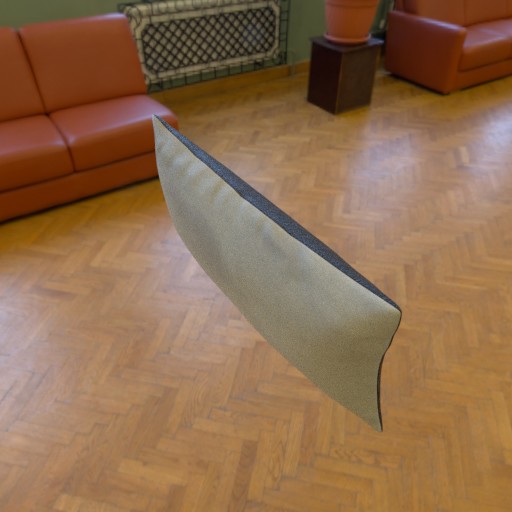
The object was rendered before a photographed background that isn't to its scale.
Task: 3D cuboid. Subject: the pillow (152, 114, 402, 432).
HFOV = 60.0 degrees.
[{"bbox_3d":[0.000,0.000,0.753,0.156,0.305,0.608,-24,46,-25],"label":"pillow"}]
